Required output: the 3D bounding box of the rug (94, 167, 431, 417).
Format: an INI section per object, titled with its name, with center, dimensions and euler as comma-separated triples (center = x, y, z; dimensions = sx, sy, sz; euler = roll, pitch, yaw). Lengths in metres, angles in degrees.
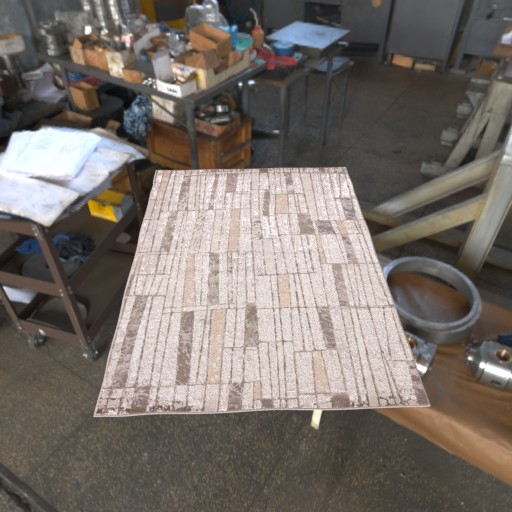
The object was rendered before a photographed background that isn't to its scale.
[rug]
center = 0.000, 0.000, 4.442
dimensions = 2.449, 0.019, 3.357
euler = -1, 42, -1
